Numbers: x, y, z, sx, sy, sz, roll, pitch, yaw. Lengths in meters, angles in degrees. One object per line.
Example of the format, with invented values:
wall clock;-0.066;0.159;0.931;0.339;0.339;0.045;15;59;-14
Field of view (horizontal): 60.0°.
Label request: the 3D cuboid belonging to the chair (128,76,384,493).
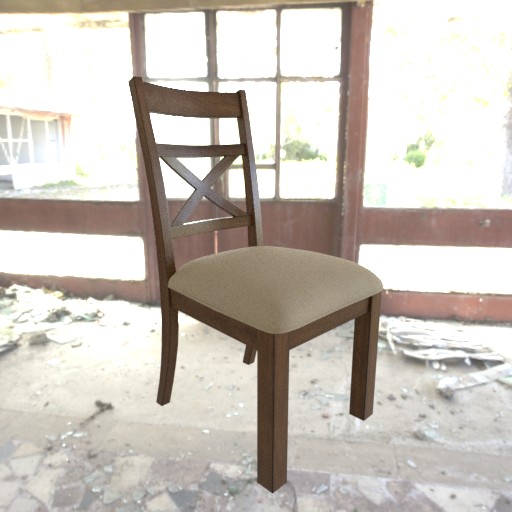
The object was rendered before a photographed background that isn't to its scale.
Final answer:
chair;0.000;0.000;1.238;0.581;0.949;0.461;13;19;43
